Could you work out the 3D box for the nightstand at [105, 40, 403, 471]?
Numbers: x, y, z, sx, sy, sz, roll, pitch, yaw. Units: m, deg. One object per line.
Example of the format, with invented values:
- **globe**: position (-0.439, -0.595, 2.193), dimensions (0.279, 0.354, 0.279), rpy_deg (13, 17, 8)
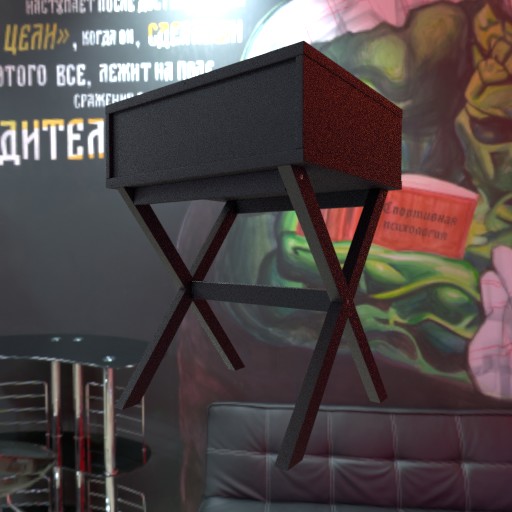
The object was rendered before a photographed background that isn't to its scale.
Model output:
- **nightstand**: position (0.000, 0.000, 0.936), dimensions (0.479, 0.623, 0.402), rpy_deg (1, 2, 38)
